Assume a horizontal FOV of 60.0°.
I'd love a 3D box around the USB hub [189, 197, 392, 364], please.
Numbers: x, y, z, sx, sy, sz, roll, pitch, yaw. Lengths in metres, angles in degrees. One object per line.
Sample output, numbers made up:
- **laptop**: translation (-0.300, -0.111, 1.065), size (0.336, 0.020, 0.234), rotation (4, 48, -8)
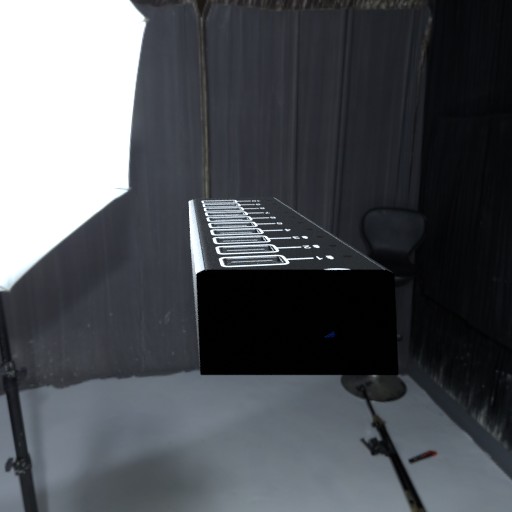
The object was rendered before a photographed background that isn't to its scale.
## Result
- **USB hub**: translation (0.000, 0.000, 0.156), size (0.044, 0.023, 0.145), rotation (-2, 15, -9)
